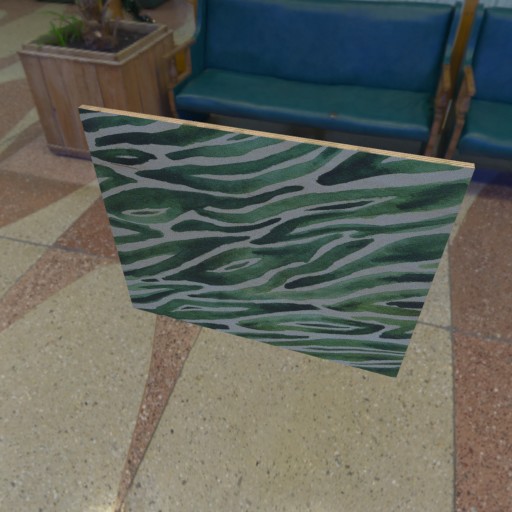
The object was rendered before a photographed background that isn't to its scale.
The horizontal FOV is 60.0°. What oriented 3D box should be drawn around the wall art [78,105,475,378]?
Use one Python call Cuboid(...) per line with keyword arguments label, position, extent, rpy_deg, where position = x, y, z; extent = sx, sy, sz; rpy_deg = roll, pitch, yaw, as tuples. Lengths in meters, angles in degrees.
Cuboid(label="wall art", position=(0.000, 0.000, 0.684), extent=(0.508, 0.408, 0.012), rpy_deg=(12, 43, 14))
